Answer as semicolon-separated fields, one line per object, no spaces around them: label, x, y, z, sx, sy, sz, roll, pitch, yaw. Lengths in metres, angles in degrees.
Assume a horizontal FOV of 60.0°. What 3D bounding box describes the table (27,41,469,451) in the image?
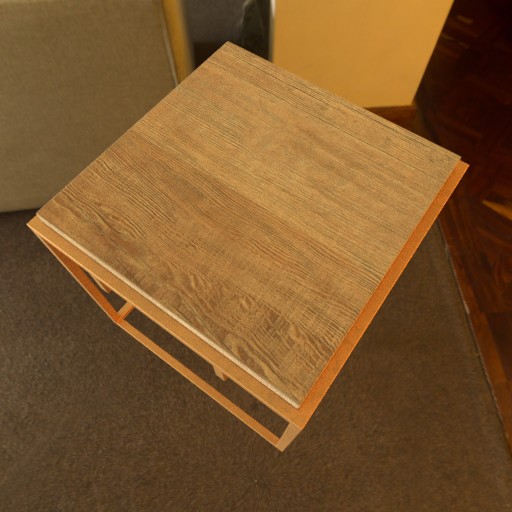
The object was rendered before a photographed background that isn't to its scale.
table;0.000;0.000;1.072;0.599;0.584;0.599;33;68;15
